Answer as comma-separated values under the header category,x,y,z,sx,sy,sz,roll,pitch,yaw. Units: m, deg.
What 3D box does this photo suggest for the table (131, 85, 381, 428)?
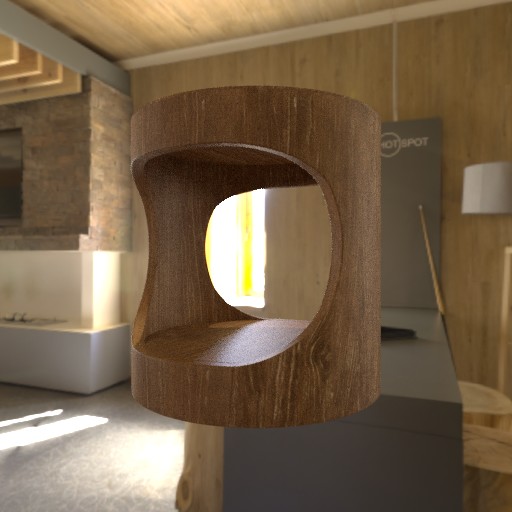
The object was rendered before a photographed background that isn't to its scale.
category,x,y,z,sx,sy,sz,roll,pitch,yaw
table,0.000,0.000,0.972,0.527,0.551,0.527,0,1,0
